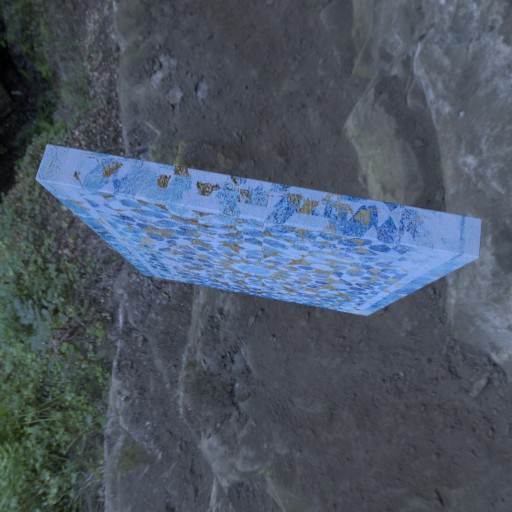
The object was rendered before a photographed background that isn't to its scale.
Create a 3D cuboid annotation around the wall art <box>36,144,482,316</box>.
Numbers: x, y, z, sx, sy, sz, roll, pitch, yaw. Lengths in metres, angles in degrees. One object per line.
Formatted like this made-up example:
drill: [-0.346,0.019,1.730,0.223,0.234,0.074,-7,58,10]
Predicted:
wall art: [0.000,0.000,0.597,0.405,0.405,0.037,10,75,3]
